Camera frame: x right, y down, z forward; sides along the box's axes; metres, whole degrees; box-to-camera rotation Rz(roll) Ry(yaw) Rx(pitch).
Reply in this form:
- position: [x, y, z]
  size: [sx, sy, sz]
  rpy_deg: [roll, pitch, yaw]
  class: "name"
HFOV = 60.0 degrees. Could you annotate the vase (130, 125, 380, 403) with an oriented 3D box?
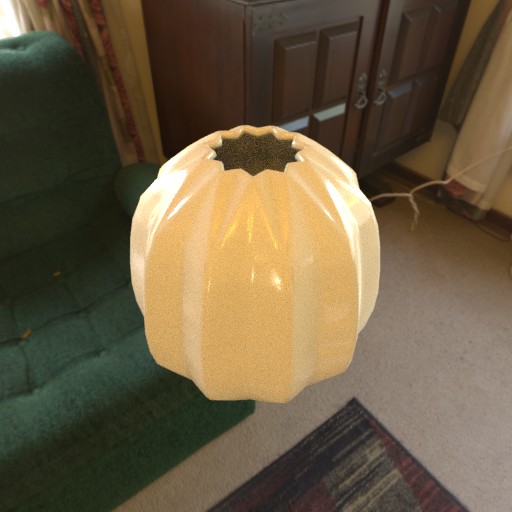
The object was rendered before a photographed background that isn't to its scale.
- position: [0.000, 0.000, 0.249]
  size: [0.139, 0.134, 0.139]
  rpy_deg: [0, 41, 0]
  class: "vase"
